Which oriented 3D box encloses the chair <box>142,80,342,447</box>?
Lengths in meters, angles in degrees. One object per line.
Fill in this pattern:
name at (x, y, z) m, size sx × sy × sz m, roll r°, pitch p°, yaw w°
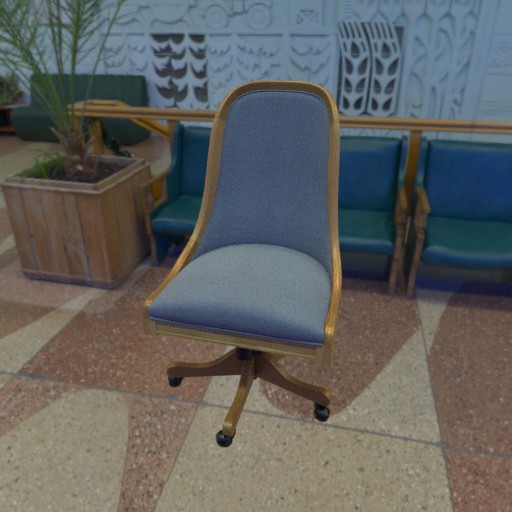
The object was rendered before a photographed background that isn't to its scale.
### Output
chair at (0.000, 0.000, 1.479) m, size 0.605 × 1.031 × 0.735 m, roll 7°, pitch 28°, yaw 13°
